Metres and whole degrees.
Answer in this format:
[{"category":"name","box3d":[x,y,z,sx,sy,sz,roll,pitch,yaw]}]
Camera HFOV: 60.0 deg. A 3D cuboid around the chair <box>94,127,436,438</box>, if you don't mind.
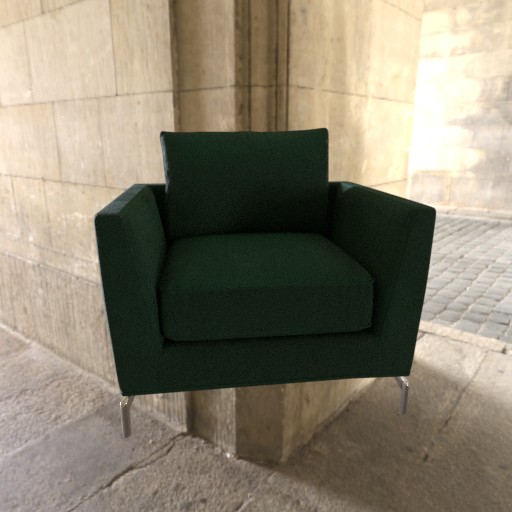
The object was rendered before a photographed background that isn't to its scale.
[{"category":"chair","box3d":[0.000,0.000,1.778,1.047,0.997,0.852,-2,15,-7]}]
